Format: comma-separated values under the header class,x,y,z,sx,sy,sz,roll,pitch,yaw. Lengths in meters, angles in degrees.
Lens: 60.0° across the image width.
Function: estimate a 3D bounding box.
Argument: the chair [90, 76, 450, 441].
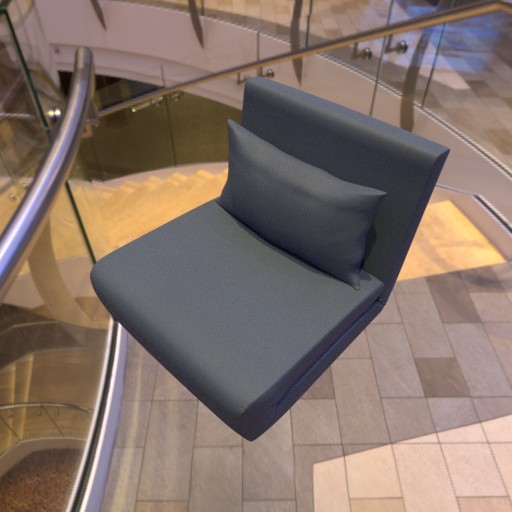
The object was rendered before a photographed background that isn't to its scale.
class,x,y,z,sx,sy,sz,roll,pitch,yaw
chair,0.000,0.000,1.519,0.770,0.808,0.900,33,53,29
